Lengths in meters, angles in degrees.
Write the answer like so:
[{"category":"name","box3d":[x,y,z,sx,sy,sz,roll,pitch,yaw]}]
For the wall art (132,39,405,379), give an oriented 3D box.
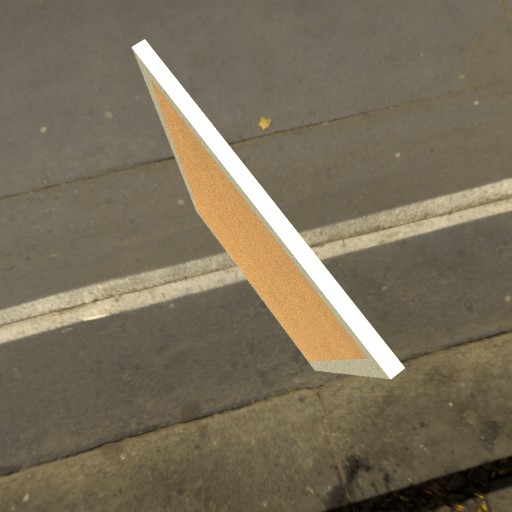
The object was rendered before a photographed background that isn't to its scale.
[{"category":"wall art","box3d":[0.000,0.000,1.071,0.026,0.811,0.661,-36,79,-8]}]
